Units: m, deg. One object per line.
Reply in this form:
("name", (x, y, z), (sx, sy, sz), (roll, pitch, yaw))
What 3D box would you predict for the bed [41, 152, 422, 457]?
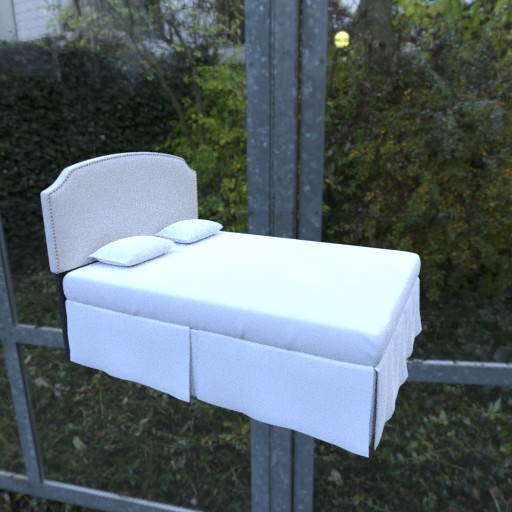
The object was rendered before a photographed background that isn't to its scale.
("bed", (0.000, 0.000, 2.876), (1.999, 1.270, 1.558), (8, 17, 25))
